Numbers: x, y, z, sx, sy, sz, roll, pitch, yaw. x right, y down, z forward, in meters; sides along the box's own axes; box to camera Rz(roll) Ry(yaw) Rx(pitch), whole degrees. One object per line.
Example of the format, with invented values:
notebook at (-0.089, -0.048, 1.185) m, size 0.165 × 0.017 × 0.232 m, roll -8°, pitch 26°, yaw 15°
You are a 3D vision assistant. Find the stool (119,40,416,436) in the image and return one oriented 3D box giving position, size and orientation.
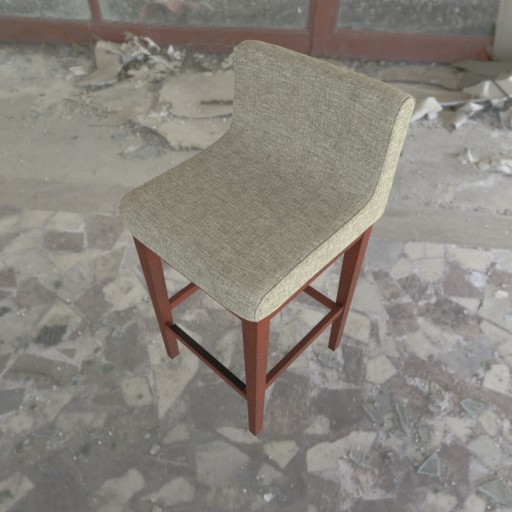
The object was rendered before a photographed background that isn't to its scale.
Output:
stool at (0.000, 0.000, 1.094) m, size 0.417 × 0.835 × 0.459 m, roll 34°, pitch 54°, yaw 28°
